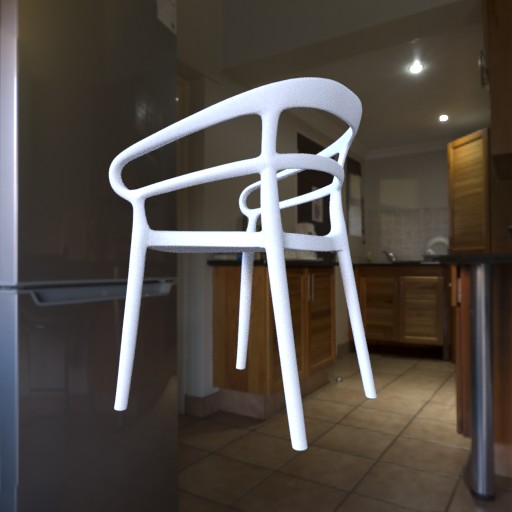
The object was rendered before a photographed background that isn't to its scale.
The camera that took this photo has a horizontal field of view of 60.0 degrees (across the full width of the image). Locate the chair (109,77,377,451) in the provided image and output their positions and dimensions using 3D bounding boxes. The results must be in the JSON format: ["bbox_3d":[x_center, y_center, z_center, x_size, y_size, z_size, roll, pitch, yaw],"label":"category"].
[{"bbox_3d":[0.000,0.000,1.163,0.527,0.761,0.559,0,-1,35],"label":"chair"}]
